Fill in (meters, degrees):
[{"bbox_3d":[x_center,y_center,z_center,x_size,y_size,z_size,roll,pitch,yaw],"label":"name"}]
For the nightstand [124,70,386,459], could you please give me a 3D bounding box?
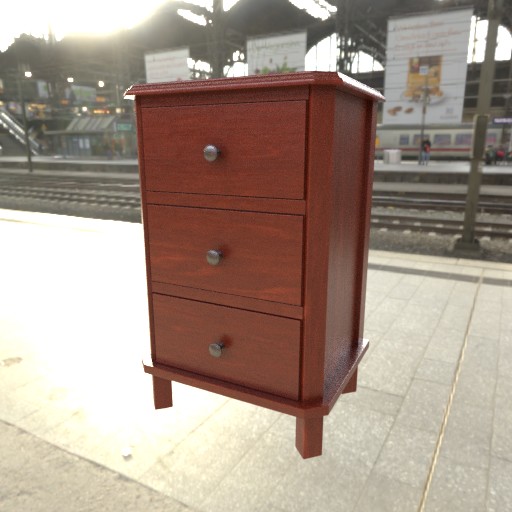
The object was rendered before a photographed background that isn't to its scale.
[{"bbox_3d":[0.000,0.000,0.958,0.435,0.681,0.351,7,16,26],"label":"nightstand"}]
